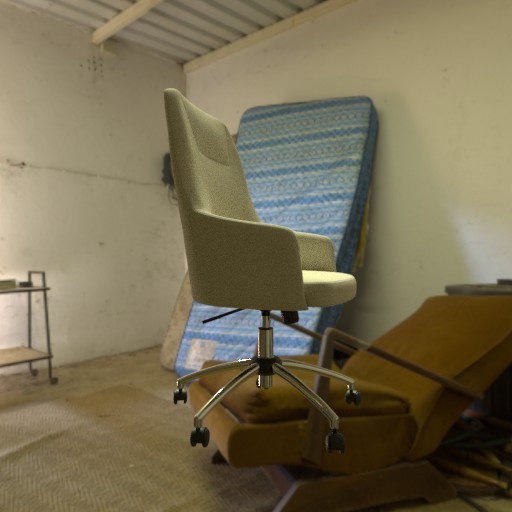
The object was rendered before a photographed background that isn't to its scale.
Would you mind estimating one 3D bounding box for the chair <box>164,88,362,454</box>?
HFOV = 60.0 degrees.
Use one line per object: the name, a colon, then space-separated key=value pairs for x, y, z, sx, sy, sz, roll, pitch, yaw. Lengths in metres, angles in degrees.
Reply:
chair: x=0.000 y=0.000 z=1.464 sx=0.640 sy=1.049 sz=0.620 roll=0 pitch=0 yaw=19
